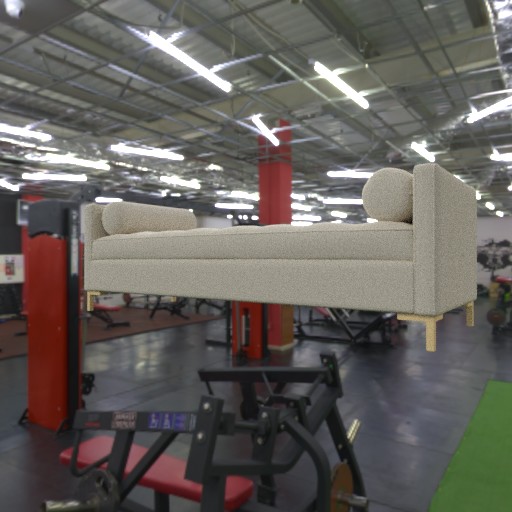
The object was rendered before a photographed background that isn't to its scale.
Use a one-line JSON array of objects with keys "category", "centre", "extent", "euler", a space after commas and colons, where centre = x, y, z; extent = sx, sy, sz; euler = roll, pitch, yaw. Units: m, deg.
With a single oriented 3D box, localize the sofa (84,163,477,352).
[{"category": "sofa", "centre": [0.000, 0.000, 2.312], "extent": [1.985, 0.641, 0.746], "euler": [0, 0, 36]}]
